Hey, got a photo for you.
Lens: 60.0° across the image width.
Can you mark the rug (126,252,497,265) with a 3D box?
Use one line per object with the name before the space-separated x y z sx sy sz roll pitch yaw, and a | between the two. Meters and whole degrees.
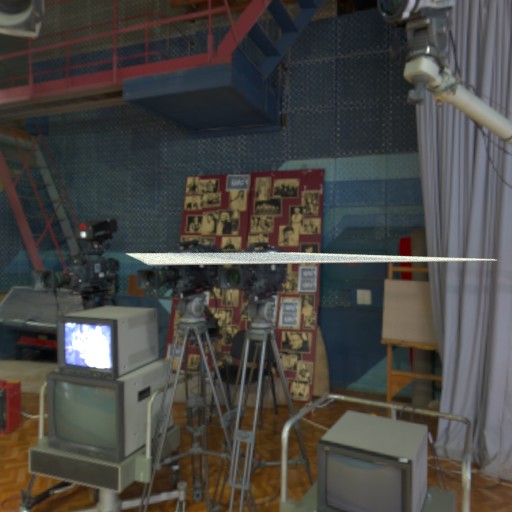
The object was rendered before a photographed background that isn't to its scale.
rug | 0.000 0.000 2.264 1.219 0.005 1.828 0 1 -18
